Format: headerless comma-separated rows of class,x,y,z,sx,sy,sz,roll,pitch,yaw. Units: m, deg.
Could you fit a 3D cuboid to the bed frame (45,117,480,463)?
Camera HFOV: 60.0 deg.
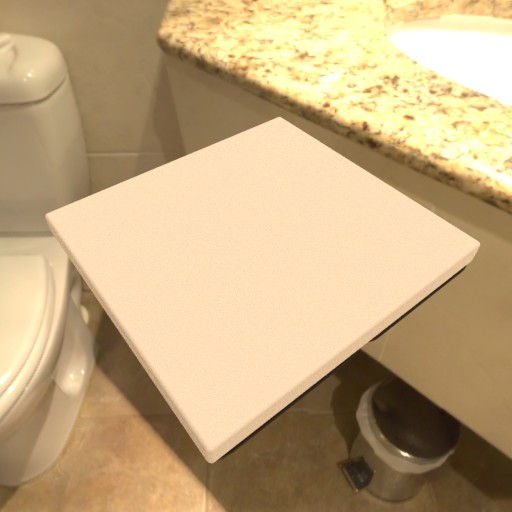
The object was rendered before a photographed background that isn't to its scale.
bed frame,0.000,0.000,3.002,2.033,0.525,1.935,-30,54,-25
